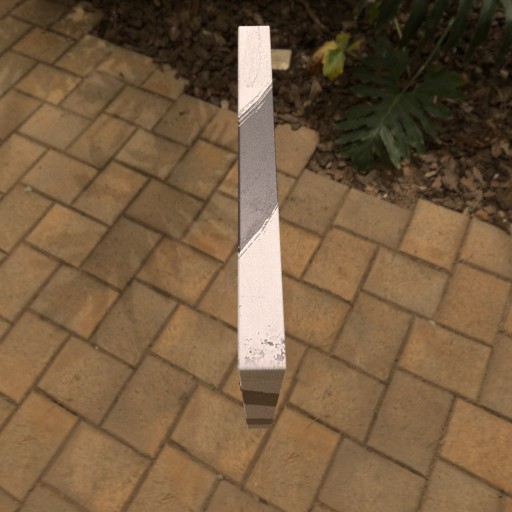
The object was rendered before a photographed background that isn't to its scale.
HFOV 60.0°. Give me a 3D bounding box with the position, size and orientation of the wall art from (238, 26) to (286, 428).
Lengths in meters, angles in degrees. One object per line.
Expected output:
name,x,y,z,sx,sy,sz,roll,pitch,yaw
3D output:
wall art,0.000,0.000,0.765,0.050,0.508,0.507,-1,63,0
